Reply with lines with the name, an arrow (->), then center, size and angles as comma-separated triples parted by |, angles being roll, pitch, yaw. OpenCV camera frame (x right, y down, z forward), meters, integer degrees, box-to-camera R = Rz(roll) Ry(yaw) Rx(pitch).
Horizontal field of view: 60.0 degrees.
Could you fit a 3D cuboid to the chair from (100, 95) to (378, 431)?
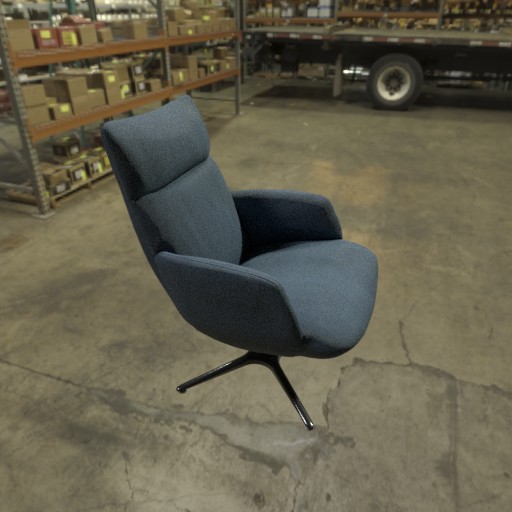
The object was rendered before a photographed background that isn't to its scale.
chair -> 0.000, 0.000, 1.639 | 0.889, 1.016, 0.711 | 10, 31, 17
